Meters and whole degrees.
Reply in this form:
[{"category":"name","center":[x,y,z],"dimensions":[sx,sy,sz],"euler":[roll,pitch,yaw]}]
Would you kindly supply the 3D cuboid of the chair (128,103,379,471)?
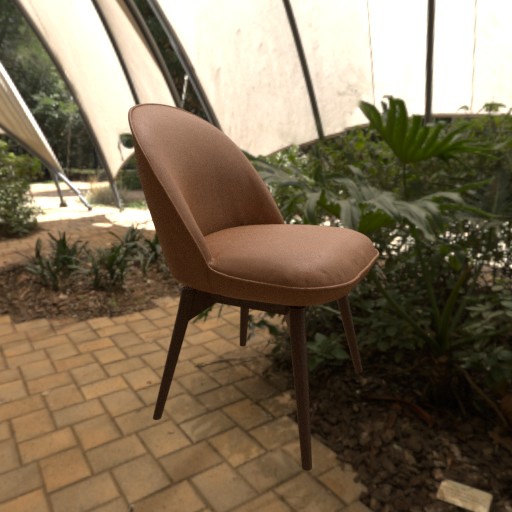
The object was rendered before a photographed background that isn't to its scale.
[{"category":"chair","center":[0.000,0.000,1.241],"dimensions":[0.631,0.831,0.521],"euler":[7,16,25]}]
